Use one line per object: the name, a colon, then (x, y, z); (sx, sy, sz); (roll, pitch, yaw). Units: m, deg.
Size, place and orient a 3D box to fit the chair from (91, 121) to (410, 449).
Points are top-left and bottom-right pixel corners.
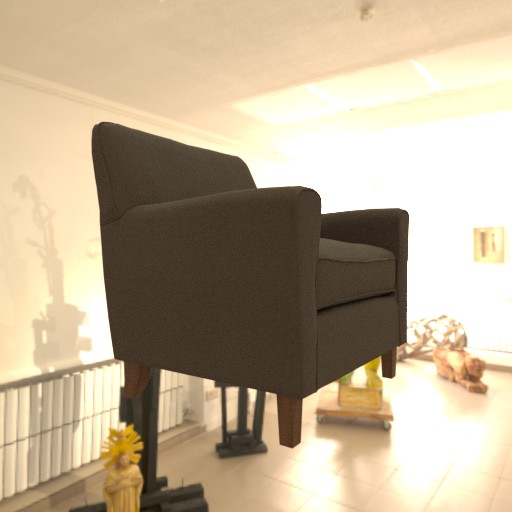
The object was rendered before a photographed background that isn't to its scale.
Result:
chair: (0.000, 0.000, 1.573); (0.831, 0.911, 0.836); (1, 1, 36)
